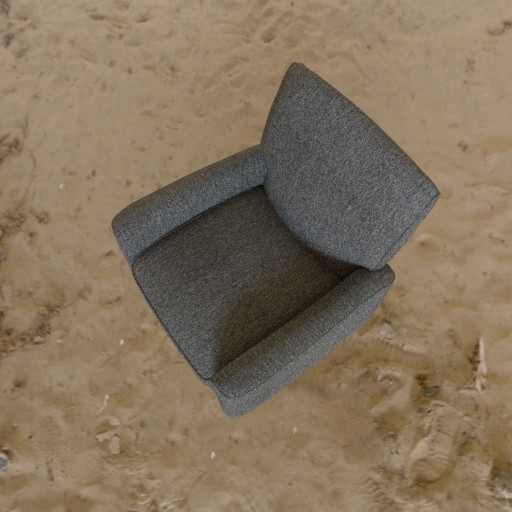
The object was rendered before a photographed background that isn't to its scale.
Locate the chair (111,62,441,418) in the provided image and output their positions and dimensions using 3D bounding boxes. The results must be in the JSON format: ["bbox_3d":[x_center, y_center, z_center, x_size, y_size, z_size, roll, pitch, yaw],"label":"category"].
[{"bbox_3d":[0.000,0.000,1.691,0.864,1.014,0.848,-33,68,-15],"label":"chair"}]
